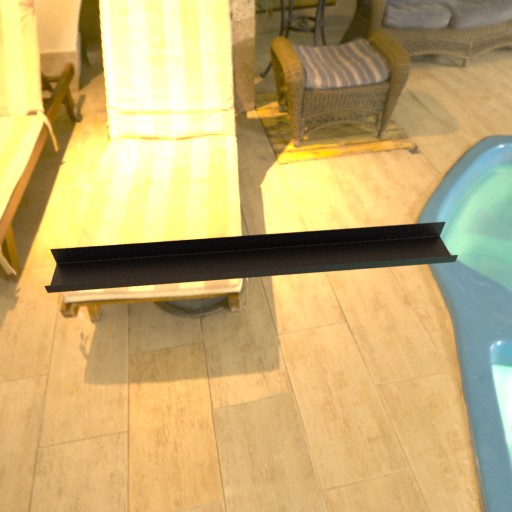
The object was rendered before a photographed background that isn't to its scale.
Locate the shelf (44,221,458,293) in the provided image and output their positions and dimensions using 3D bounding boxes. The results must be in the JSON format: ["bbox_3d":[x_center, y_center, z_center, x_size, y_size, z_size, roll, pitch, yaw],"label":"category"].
[{"bbox_3d":[0.000,0.000,1.017,0.924,0.049,0.092,-4,46,-4],"label":"shelf"}]
